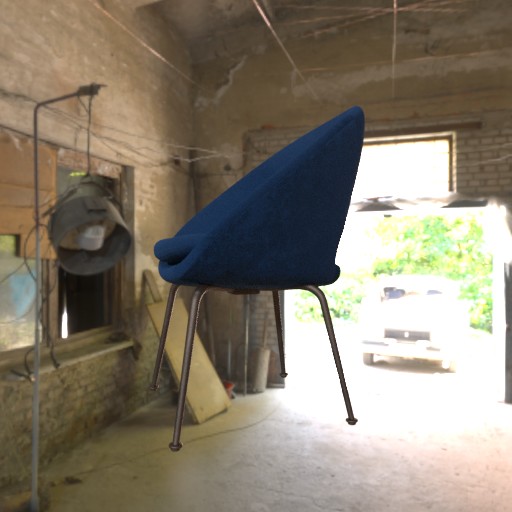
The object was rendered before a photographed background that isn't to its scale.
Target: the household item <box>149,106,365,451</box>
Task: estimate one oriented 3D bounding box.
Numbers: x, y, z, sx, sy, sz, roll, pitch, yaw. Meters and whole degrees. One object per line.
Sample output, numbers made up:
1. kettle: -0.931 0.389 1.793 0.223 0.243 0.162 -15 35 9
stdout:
1. household item: 0.000 0.000 1.281 0.573 0.852 0.623 0 1 -19
